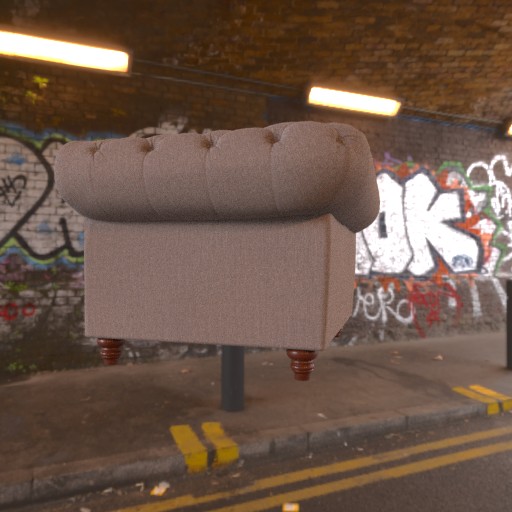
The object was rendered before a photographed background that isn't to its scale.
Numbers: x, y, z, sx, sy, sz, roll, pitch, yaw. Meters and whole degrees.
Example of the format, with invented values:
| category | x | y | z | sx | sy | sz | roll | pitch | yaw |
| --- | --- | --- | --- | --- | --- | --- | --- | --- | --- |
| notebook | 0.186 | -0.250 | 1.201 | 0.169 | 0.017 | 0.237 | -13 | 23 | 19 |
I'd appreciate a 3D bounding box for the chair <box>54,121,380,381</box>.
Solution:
| category | x | y | z | sx | sy | sz | roll | pitch | yaw |
| --- | --- | --- | --- | --- | --- | --- | --- | --- | --- |
| chair | 0.000 | 0.000 | 1.833 | 0.976 | 0.770 | 1.270 | 0 | -1 | 17 |
